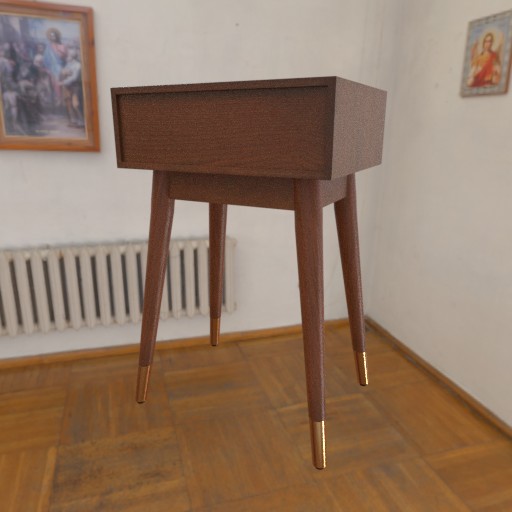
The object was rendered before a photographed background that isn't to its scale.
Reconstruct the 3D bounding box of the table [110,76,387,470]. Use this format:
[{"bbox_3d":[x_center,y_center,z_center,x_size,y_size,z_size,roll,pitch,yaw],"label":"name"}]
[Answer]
[{"bbox_3d":[0.000,0.000,0.849,0.406,0.599,0.300,8,18,27],"label":"table"}]
